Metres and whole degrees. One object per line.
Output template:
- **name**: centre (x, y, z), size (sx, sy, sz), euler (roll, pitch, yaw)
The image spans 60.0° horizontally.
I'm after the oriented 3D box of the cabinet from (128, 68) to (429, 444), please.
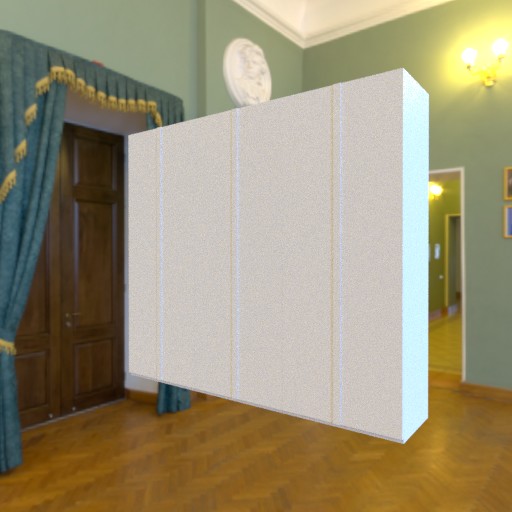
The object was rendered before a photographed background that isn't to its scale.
- **cabinet**: centre (0.000, 0.000, 3.808), size (2.700, 2.370, 0.590), euler (0, 1, 36)
